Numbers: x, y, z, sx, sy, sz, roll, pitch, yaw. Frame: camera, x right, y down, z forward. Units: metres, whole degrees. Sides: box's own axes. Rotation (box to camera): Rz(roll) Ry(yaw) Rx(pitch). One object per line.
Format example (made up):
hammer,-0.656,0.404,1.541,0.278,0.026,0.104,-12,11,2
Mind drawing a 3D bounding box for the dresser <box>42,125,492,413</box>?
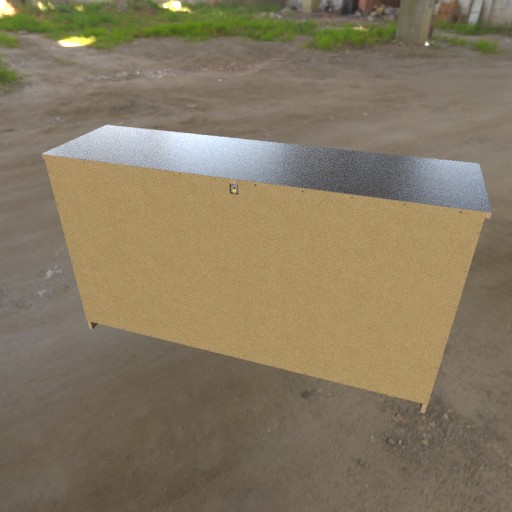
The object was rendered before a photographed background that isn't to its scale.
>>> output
dresser,0.000,0.000,1.635,1.360,0.755,0.401,10,33,16
